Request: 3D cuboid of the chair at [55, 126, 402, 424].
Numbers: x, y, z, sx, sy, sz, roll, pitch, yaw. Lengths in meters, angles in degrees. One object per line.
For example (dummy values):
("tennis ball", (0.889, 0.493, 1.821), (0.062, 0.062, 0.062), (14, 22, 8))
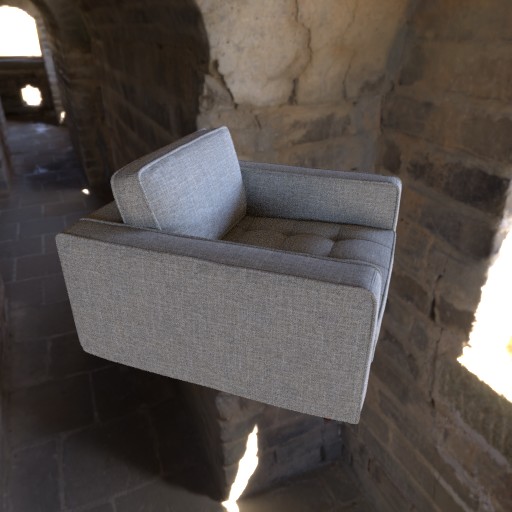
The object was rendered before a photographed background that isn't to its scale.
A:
("chair", (0.000, 0.000, 1.558), (0.914, 0.765, 0.889), (10, 30, 17))
